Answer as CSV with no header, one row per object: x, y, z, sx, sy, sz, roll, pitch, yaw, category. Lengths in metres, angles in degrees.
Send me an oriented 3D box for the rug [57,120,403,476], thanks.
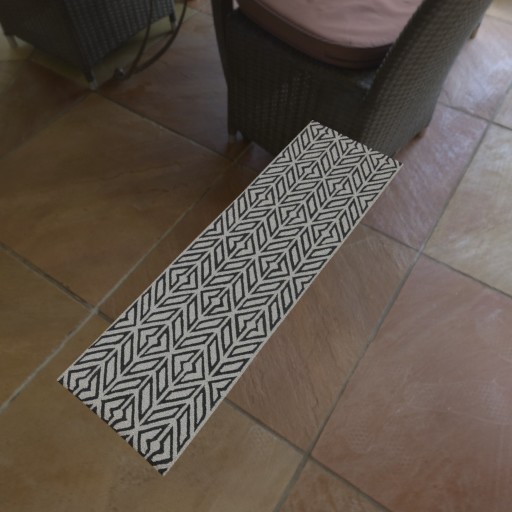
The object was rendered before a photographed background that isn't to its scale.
0.000,0.000,2.679,0.750,0.009,2.435,32,63,19,rug
